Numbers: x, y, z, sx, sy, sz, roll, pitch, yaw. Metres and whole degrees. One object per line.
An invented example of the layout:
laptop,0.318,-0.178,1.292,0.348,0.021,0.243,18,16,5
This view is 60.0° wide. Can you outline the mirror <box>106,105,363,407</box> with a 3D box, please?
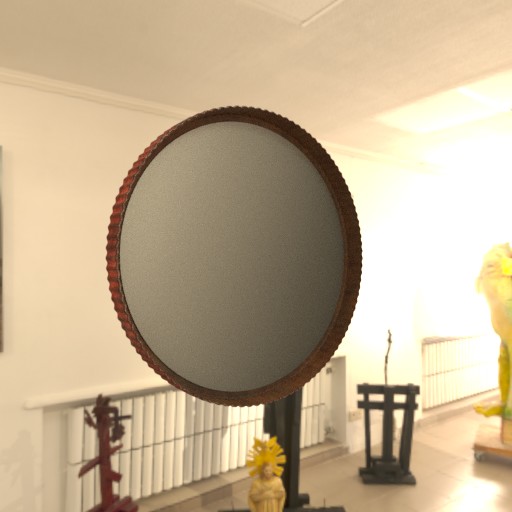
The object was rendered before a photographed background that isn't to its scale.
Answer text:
mirror,0.000,0.000,0.929,0.609,0.609,0.056,1,-1,-36
